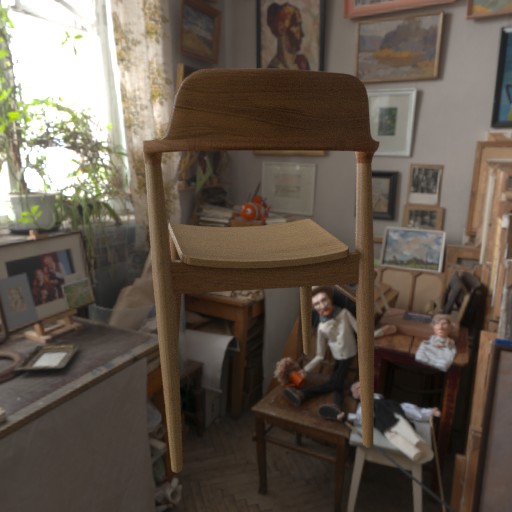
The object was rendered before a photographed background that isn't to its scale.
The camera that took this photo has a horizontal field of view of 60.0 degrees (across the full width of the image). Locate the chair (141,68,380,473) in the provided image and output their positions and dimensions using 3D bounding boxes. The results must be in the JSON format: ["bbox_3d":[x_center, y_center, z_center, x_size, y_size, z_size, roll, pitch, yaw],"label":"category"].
[{"bbox_3d":[0.000,0.000,1.104,0.512,0.792,0.499,-2,13,-11],"label":"chair"}]
